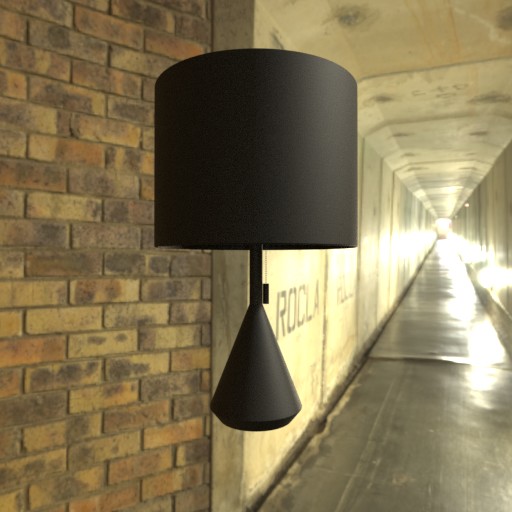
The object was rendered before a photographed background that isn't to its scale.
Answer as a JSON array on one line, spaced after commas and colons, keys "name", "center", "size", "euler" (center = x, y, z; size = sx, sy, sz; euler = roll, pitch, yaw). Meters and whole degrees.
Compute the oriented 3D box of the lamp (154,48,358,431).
[{"name": "lamp", "center": [0.000, 0.000, 0.801], "size": [0.359, 0.584, 0.359], "euler": [0, -1, -35]}]
